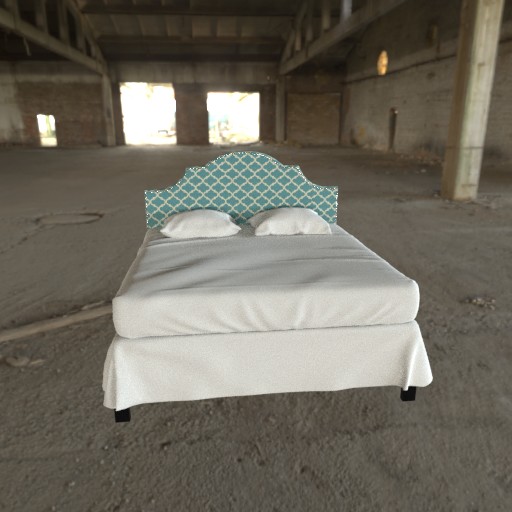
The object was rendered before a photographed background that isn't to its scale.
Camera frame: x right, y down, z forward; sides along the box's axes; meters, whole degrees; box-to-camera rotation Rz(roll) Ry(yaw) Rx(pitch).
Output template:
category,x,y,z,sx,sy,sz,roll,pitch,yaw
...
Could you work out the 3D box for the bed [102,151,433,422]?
category,x,y,z,sx,sy,sz,roll,pitch,yaw
bed,0.000,0.000,3.717,2.314,1.601,2.222,-2,17,-6
